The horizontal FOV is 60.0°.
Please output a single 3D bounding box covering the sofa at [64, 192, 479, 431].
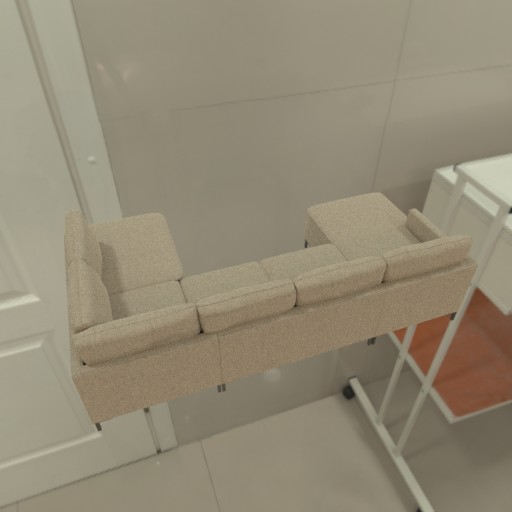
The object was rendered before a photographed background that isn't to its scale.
[{"bbox_3d":[0.000,0.000,4.244,3.423,0.996,2.021,-13,42,-15],"label":"sofa"}]
